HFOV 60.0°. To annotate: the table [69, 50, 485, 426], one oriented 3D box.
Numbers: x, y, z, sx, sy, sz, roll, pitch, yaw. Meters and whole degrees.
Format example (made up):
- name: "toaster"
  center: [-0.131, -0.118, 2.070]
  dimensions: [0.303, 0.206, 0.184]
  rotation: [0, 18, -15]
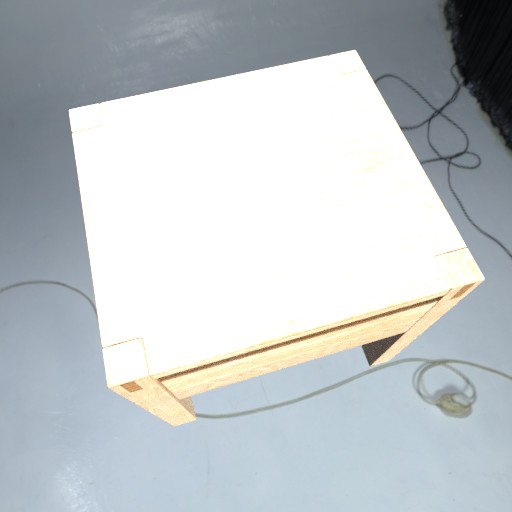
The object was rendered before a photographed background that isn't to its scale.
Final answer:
- name: "table"
  center: [0.000, 0.000, 0.827]
  dimensions: [0.480, 0.450, 0.440]
  rotation: [-15, 65, -7]
